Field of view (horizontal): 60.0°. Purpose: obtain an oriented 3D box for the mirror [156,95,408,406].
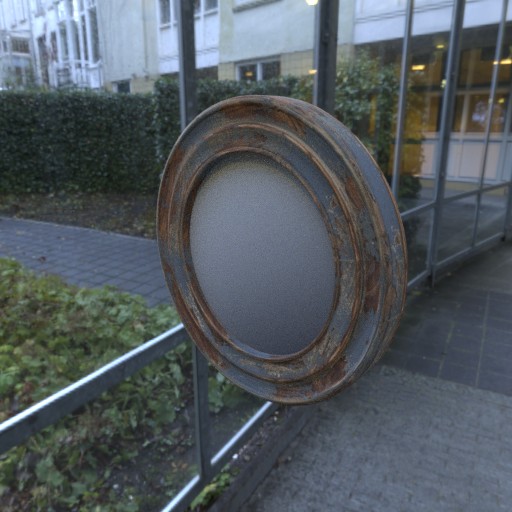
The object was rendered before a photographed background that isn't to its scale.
[{"bbox_3d":[0.000,0.000,0.857,0.585,0.585,0.061,15,22,41],"label":"mirror"}]
